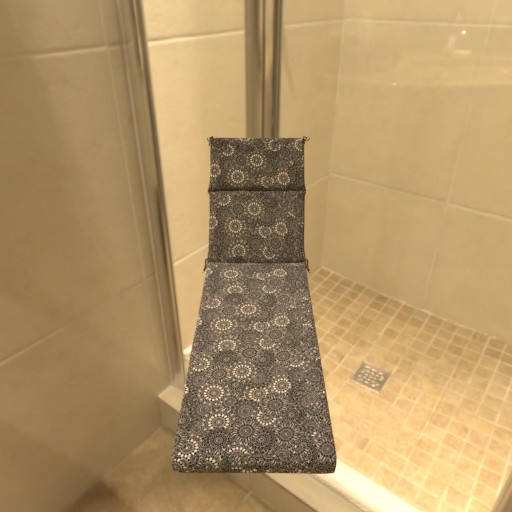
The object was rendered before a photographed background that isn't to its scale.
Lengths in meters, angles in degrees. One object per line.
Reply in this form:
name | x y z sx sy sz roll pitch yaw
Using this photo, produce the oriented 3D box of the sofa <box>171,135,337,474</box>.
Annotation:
sofa | 0.000 0.000 1.942 0.582 0.622 1.663 0 31 0
